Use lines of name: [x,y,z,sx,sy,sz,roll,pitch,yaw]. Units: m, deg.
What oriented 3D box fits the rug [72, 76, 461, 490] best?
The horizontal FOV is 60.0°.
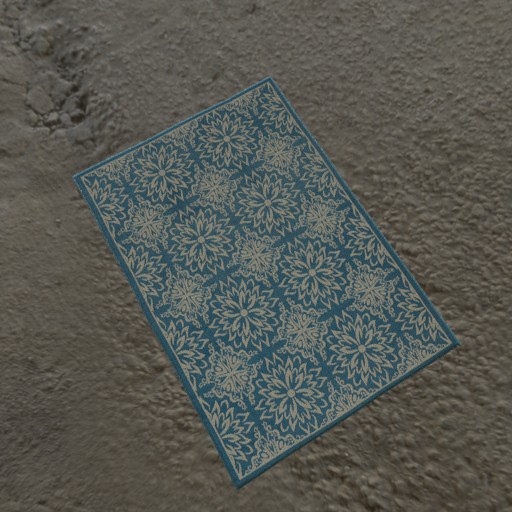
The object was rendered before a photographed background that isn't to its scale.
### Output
rug: [0.000,0.000,2.811,1.554,0.012,2.205,-30,76,-8]
